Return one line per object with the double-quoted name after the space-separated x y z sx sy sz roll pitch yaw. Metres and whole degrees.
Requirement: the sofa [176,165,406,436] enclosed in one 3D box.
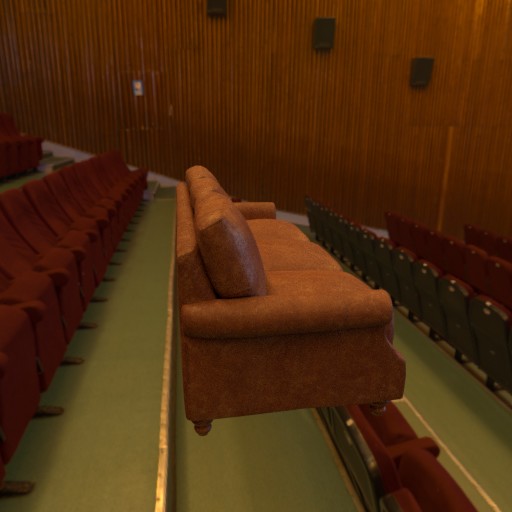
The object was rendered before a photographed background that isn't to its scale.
0.000 0.000 2.801 0.973 0.977 2.351 -3 17 -9 "sofa"
